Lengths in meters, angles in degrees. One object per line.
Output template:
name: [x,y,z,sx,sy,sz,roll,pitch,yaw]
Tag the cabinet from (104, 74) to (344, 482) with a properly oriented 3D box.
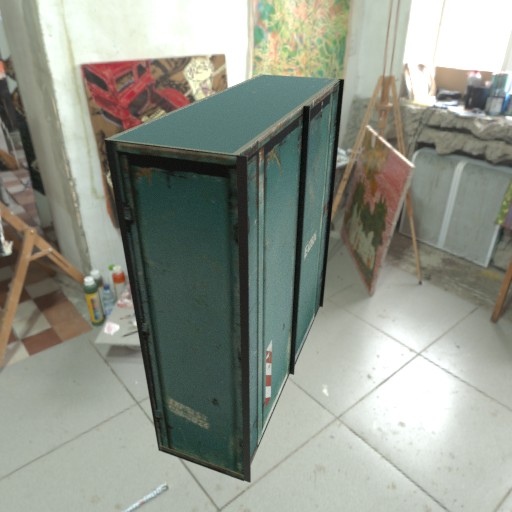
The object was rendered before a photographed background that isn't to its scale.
cabinet: [0.000,0.000,3.215,0.680,2.160,2.000,11,32,18]
